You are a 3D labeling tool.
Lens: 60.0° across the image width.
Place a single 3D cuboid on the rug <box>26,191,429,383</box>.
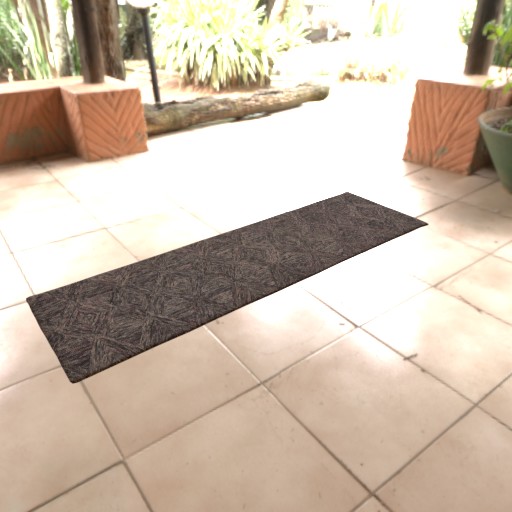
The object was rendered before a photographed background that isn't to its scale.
[{"bbox_3d":[0.000,0.000,2.527,2.305,0.013,0.719,-21,36,-32],"label":"rug"}]
